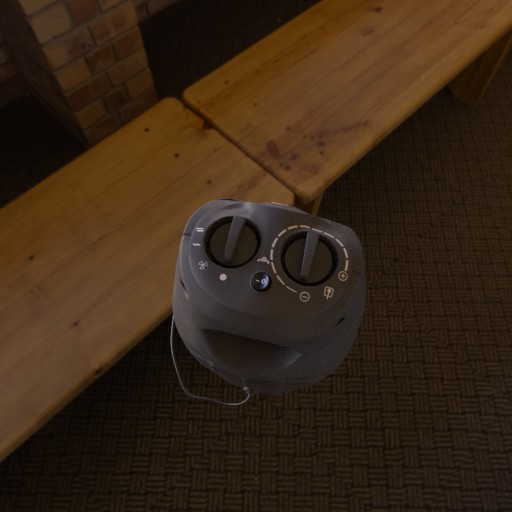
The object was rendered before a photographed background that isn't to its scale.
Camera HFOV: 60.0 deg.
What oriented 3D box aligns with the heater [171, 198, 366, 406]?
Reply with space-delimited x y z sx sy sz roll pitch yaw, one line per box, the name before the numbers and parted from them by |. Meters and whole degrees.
heater | 0.000 0.000 0.486 0.239 0.255 0.291 12 64 6
